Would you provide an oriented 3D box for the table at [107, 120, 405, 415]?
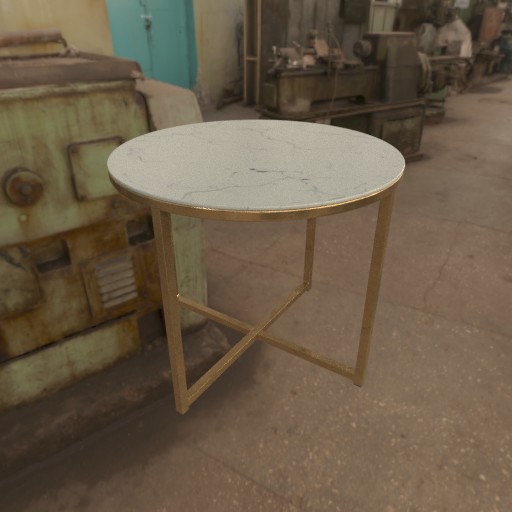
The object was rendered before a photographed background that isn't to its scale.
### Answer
[{"bbox_3d":[0.000,0.000,0.876,0.500,0.420,0.500,0,29,0],"label":"table"}]
